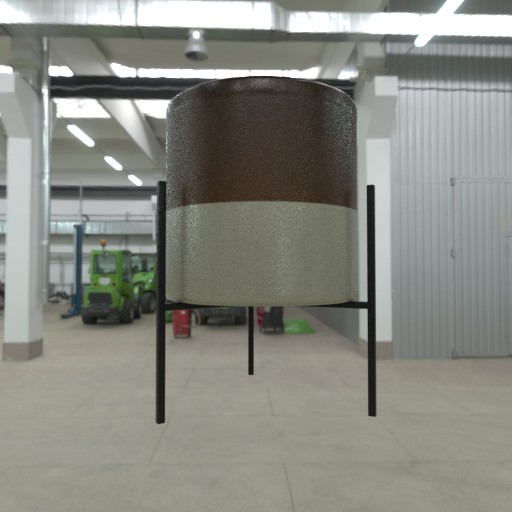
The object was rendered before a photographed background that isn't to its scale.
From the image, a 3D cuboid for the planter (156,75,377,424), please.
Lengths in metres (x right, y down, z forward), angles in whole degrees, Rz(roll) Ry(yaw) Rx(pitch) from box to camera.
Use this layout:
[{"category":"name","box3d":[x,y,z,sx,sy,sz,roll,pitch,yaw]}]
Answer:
[{"category":"planter","box3d":[0.000,0.000,0.573,0.269,0.375,0.255,1,-2,-37]}]
